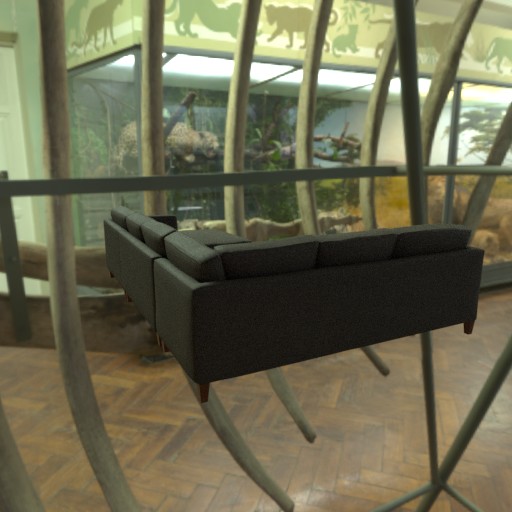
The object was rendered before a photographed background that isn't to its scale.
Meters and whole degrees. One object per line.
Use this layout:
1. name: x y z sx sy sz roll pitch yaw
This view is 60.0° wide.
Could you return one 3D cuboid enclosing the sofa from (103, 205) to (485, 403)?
1. sofa: 0.000 0.000 4.661 2.594 0.961 3.460 -6 14 -26
